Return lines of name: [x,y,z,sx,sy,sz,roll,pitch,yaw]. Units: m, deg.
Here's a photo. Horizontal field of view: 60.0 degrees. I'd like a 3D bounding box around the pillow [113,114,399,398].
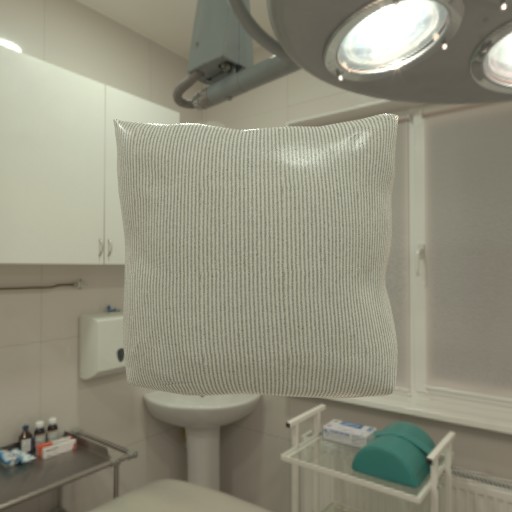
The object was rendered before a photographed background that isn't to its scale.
pillow: [0.000,0.000,0.696,0.387,0.432,0.310,-1,-2,37]
